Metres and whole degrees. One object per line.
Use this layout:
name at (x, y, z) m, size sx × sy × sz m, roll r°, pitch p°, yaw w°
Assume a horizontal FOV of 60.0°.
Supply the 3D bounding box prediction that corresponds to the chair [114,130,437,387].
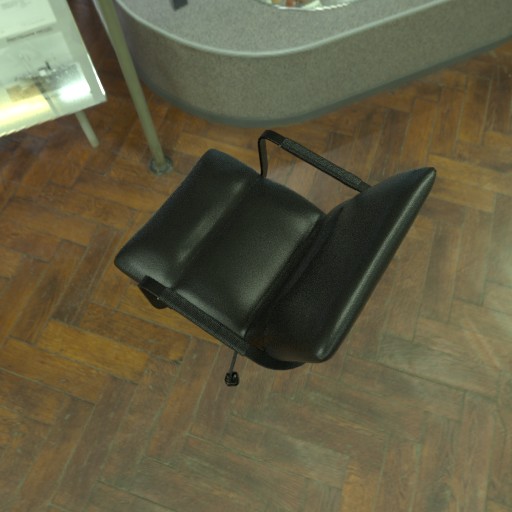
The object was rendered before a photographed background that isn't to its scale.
chair at (0.000, 0.000, 1.480) m, size 0.748 × 0.922 × 0.719 m, roll 31°, pitch 69°, yaw 13°
